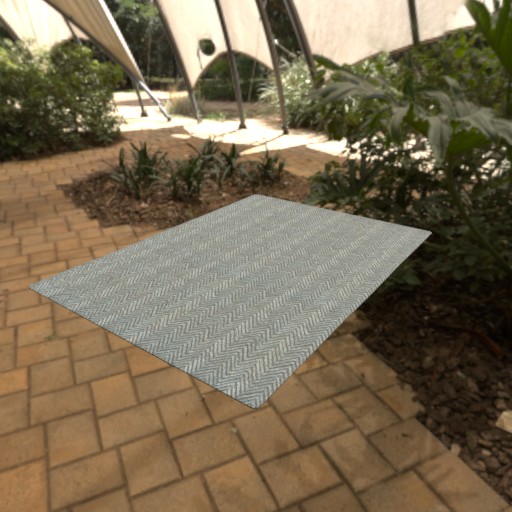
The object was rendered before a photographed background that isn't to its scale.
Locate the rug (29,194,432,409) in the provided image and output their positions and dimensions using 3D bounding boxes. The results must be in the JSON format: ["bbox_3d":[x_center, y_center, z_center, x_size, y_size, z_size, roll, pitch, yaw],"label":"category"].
[{"bbox_3d":[0.000,0.000,5.187,2.894,0.011,3.957,17,30,32],"label":"rug"}]
